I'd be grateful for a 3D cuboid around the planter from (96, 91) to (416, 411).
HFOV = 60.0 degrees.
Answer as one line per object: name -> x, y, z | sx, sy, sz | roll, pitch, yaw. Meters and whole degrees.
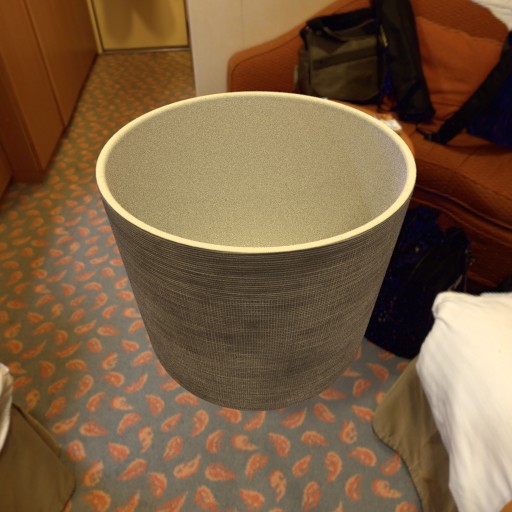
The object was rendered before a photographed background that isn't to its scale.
planter -> 0.000, 0.000, 0.760 | 0.440, 0.398, 0.440 | 0, 41, 0
